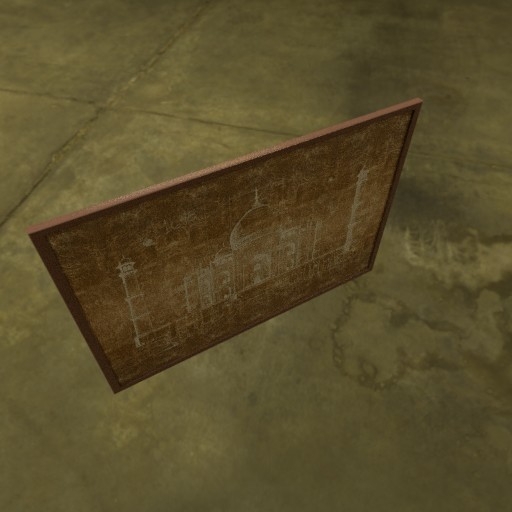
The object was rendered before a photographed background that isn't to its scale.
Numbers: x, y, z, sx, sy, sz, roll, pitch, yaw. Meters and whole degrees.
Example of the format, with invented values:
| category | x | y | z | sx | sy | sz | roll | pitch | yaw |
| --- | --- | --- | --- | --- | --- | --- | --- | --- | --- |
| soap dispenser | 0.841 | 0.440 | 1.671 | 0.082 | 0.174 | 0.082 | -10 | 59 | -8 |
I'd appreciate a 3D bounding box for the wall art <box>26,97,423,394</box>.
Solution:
| category | x | y | z | sx | sy | sz | roll | pitch | yaw |
| --- | --- | --- | --- | --- | --- | --- | --- | --- | --- |
| wall art | 0.000 | 0.000 | 0.831 | 0.660 | 0.455 | 0.014 | -23 | 52 | -19 |
